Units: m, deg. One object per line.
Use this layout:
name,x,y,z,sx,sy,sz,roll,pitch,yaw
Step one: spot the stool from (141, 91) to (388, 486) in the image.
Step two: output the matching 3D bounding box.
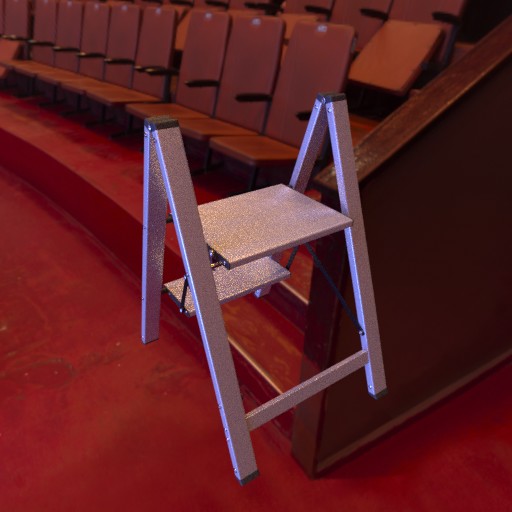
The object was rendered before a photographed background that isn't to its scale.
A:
stool,0.000,0.000,1.015,0.440,0.670,0.535,-19,36,-29
